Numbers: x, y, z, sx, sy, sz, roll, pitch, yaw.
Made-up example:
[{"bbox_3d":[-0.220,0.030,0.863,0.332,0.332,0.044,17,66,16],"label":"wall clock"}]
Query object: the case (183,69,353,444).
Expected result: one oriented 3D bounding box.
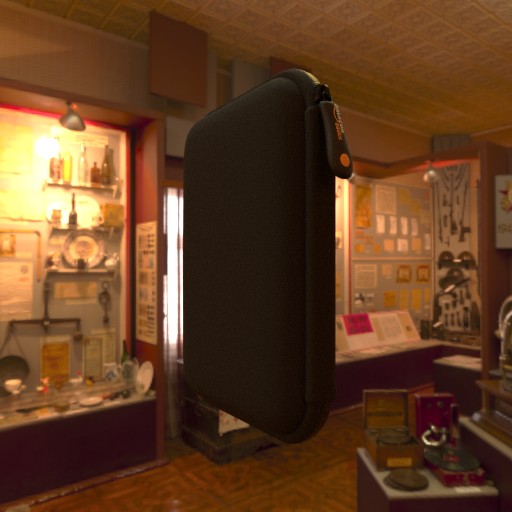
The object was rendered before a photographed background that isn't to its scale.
[{"bbox_3d":[0.000,0.000,0.195,0.030,0.147,0.107,1,-2,-35],"label":"case"}]
